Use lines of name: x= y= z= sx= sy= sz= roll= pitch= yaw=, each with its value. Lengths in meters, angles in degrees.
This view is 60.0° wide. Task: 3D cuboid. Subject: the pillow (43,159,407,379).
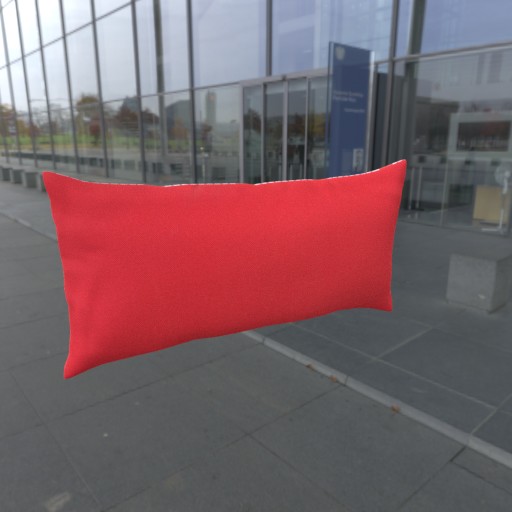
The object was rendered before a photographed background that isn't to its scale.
pillow: x=0.000 y=0.000 z=0.724 sx=0.608 sy=0.297 sz=0.151 roll=-7 pitch=16 yaw=-25
